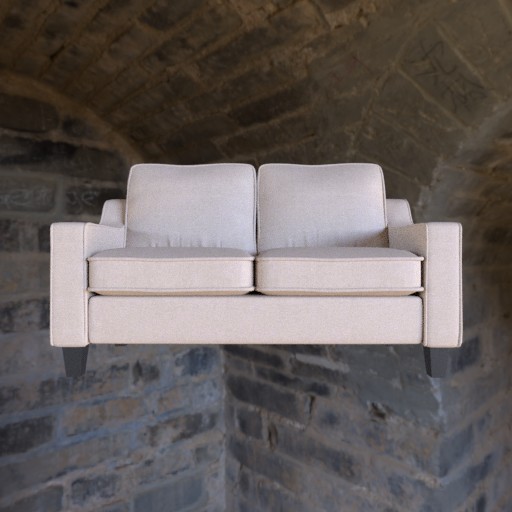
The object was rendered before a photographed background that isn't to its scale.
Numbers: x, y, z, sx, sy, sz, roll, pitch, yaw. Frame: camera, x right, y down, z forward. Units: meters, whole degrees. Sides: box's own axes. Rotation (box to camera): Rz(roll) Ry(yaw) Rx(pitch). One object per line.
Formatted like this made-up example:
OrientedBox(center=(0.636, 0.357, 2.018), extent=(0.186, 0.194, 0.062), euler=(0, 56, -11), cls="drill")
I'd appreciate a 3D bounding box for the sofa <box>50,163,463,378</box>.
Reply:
OrientedBox(center=(0.000, 0.000, 3.388), extent=(2.587, 1.562, 1.351), euler=(0, 0, 0), cls="sofa")
